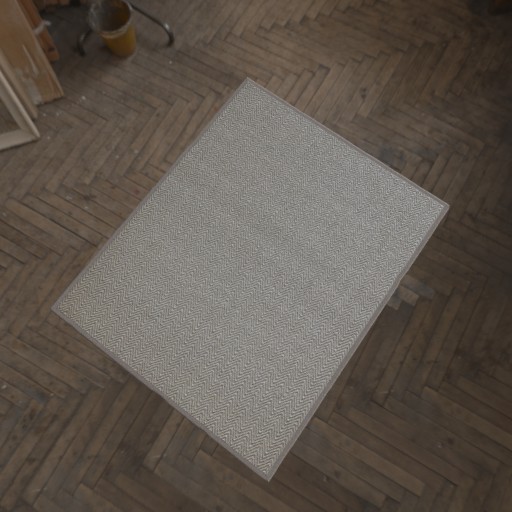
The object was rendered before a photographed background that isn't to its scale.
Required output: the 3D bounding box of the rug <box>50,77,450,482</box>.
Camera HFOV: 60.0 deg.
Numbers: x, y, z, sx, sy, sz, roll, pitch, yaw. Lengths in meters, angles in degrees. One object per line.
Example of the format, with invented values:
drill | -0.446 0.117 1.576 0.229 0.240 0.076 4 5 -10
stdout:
rug | 0.000 0.000 4.130 2.434 0.032 3.007 35 78 9
